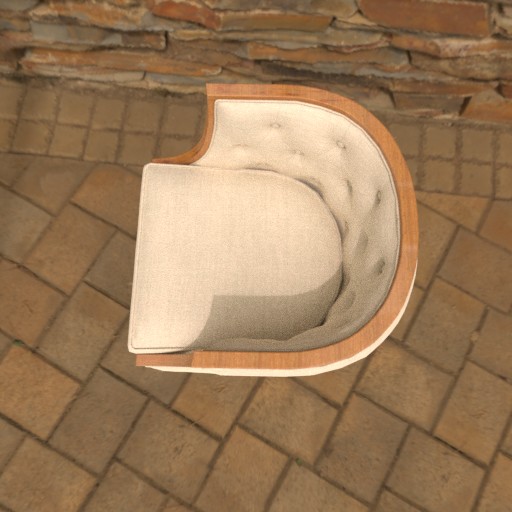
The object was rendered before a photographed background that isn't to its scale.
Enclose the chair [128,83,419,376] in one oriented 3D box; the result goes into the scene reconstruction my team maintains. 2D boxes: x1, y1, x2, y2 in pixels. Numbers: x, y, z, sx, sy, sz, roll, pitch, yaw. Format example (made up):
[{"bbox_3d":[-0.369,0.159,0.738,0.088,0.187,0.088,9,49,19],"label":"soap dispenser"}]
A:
[{"bbox_3d":[0.000,0.000,1.382,0.757,0.775,0.711,1,76,0],"label":"chair"}]
